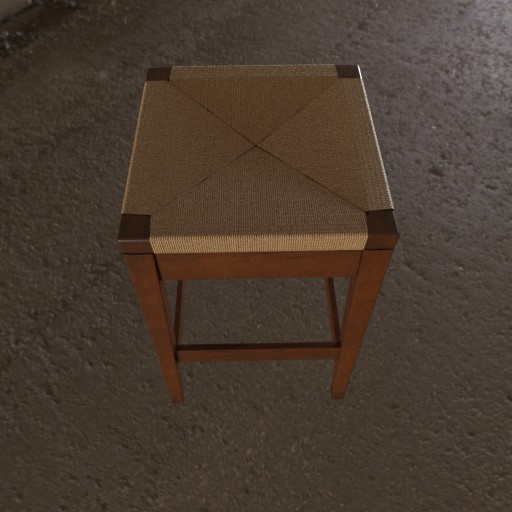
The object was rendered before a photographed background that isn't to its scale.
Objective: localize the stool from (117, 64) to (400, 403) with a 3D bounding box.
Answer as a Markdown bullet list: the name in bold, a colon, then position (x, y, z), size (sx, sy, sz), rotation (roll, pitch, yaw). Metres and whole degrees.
- **stool**: position (0.000, 0.000, 1.097), size (0.497, 0.762, 0.507), rotation (-1, 57, -1)
